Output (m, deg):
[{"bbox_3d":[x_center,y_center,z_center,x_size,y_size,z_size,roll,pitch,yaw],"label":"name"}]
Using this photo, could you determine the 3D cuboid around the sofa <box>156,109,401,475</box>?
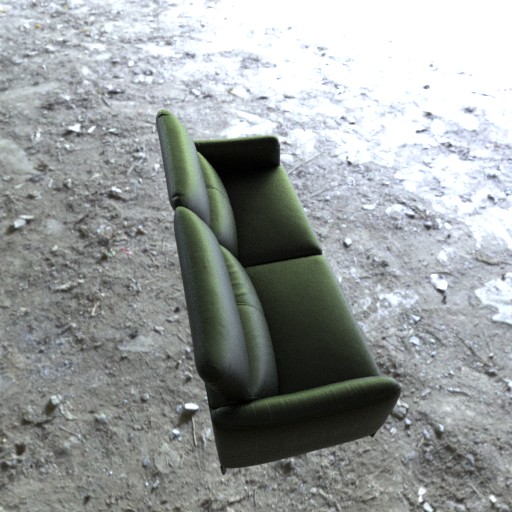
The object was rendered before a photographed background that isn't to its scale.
[{"bbox_3d":[0.000,0.000,2.531,0.856,0.957,2.069,-10,48,-9],"label":"sofa"}]
